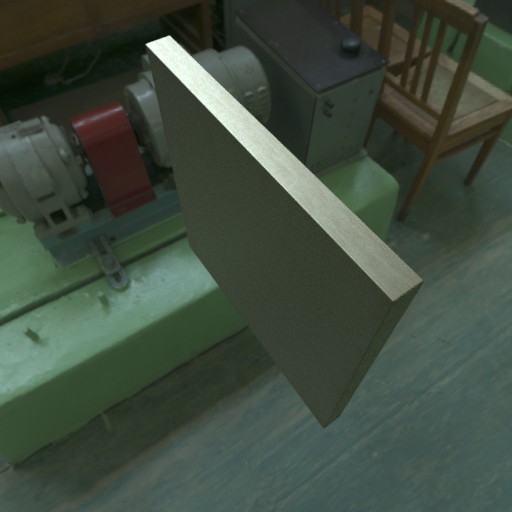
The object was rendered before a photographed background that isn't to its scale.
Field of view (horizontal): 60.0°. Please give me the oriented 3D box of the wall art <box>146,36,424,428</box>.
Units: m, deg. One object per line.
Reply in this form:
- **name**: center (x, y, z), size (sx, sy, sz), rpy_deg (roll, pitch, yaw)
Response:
- **wall art**: center (0.000, 0.000, 0.736), size (0.040, 0.506, 0.503), rpy_deg (-30, 61, -18)
